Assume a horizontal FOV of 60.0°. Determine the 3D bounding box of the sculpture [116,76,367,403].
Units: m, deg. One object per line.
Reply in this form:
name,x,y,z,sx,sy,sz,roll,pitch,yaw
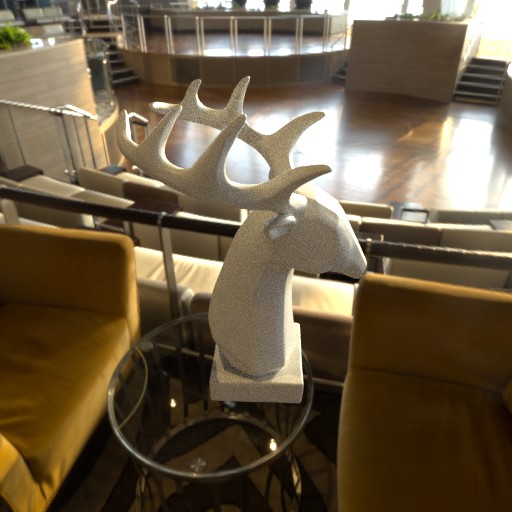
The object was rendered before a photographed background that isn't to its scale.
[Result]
sculpture,0.000,0.000,0.455,0.224,0.329,0.174,1,33,2
